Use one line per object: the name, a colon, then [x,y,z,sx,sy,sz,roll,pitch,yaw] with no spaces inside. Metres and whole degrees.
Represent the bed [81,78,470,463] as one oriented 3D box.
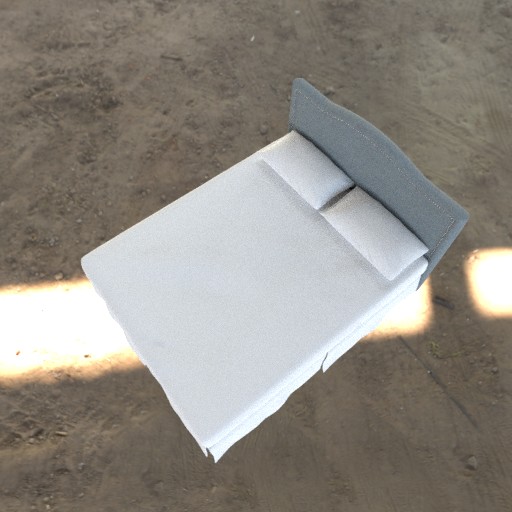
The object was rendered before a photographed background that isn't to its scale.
bed: [0.000,0.000,4.002,2.689,1.457,2.161,-35,66,-18]
